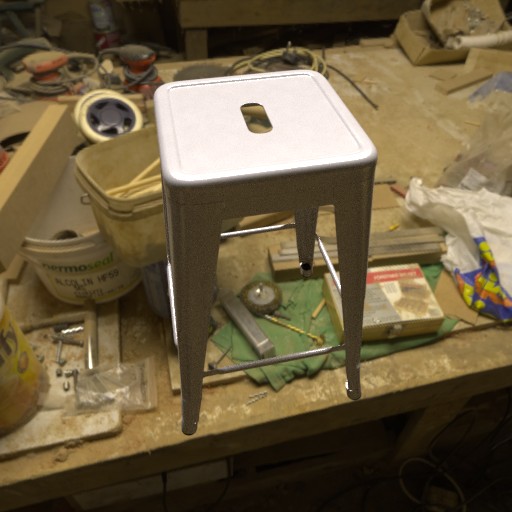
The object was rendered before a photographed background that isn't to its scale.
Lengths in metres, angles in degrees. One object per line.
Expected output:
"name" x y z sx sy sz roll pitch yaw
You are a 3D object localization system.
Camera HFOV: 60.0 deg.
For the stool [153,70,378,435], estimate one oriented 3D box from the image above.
"stool" 0.000 0.000 0.884 0.406 0.610 0.406 -9 47 -8
